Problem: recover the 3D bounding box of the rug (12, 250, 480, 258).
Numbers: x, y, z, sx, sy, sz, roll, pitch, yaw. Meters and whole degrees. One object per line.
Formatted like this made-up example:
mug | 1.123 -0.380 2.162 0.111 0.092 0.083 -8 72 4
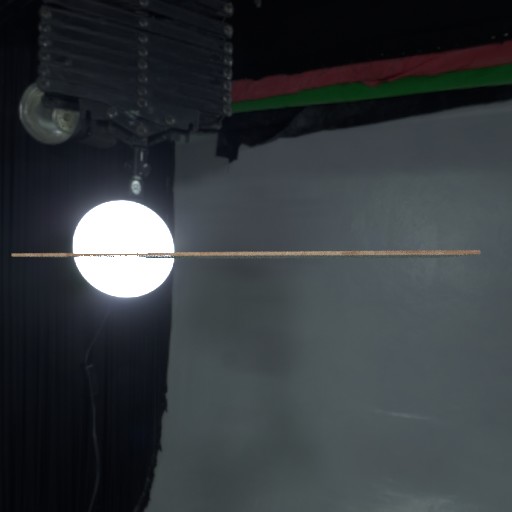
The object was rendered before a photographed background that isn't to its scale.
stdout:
rug | 0.000 0.000 2.220 1.829 0.014 1.219 0 -1 17
